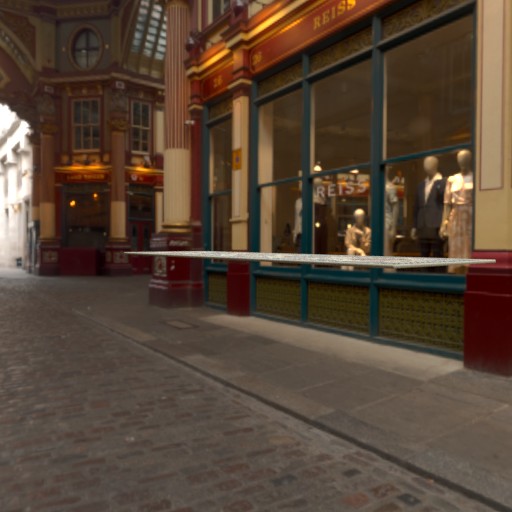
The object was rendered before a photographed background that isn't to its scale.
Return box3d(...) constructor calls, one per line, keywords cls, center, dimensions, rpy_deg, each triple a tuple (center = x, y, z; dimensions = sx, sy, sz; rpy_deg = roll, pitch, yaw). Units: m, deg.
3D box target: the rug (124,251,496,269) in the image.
box3d(cls="rug", center=(0.000, 0.000, 2.478), dimensions=(0.661, 0.013, 2.297), rpy_deg=(-1, 2, -37))
